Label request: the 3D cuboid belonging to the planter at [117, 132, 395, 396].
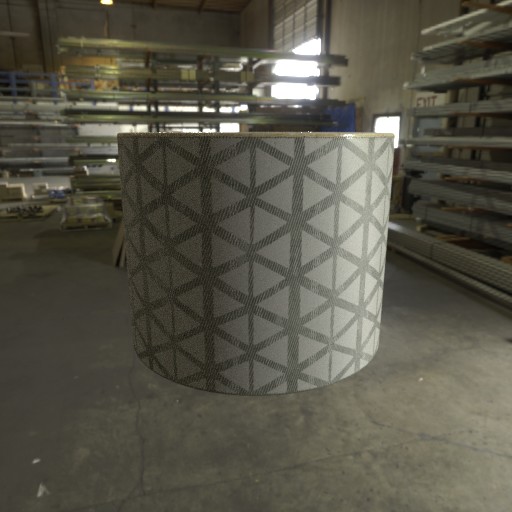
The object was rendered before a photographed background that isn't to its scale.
[{"bbox_3d":[0.000,0.000,0.339,0.190,0.181,0.190,0,15,0],"label":"planter"}]
